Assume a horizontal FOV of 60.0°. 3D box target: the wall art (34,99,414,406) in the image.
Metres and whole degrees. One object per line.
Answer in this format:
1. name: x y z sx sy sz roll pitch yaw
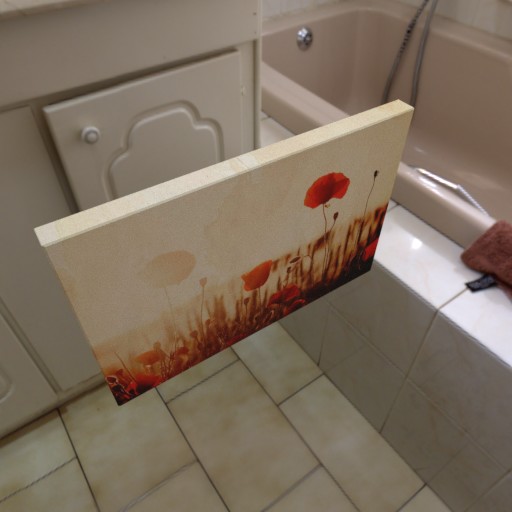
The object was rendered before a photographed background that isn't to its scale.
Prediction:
1. wall art: 0.000 0.000 0.782 0.613 0.402 0.040 -25 50 -22
